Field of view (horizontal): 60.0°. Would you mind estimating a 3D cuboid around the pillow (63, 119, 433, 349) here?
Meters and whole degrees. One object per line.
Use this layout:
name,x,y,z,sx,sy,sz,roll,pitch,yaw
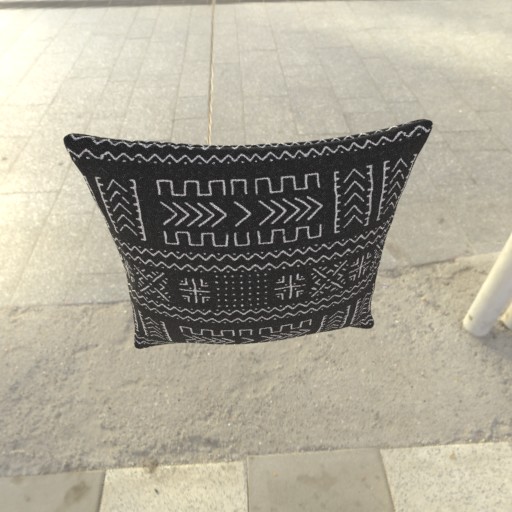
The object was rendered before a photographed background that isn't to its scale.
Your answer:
pillow,0.000,0.000,0.663,0.438,0.430,0.164,-4,45,-4
